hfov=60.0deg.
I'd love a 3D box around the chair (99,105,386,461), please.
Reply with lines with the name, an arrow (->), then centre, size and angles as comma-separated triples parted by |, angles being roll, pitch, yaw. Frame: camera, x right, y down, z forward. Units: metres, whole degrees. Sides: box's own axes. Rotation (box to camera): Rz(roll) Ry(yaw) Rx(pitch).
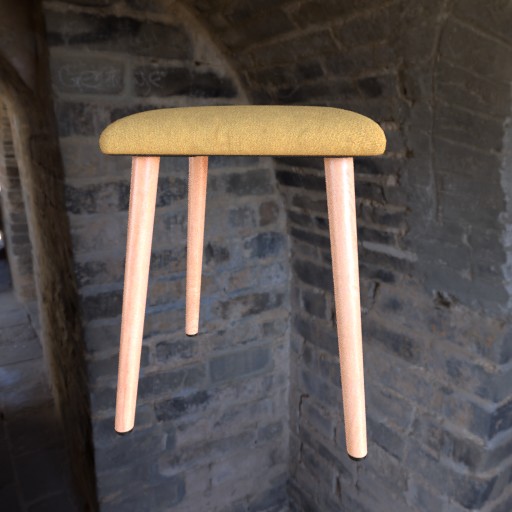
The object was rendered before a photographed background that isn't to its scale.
chair -> 0.000, 0.000, 0.695 | 0.350, 0.440, 0.350 | 2, 15, 9
